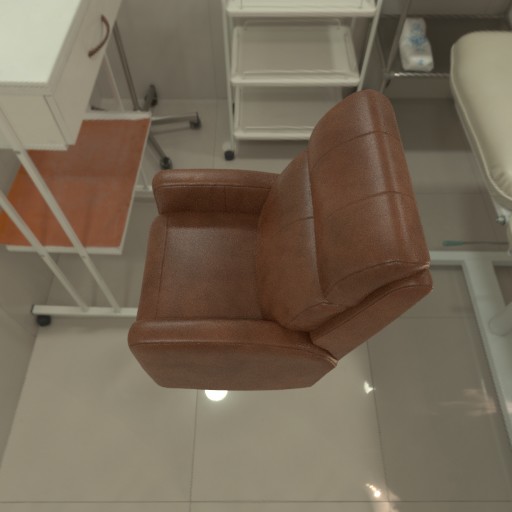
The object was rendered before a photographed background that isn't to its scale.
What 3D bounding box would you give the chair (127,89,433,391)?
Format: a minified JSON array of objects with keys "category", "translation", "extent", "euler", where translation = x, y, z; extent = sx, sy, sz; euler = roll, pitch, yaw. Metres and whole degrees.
[{"category":"chair","translation":[0.000,0.000,1.683],"extent":[0.939,1.016,0.787],"euler":[0,58,0]}]
